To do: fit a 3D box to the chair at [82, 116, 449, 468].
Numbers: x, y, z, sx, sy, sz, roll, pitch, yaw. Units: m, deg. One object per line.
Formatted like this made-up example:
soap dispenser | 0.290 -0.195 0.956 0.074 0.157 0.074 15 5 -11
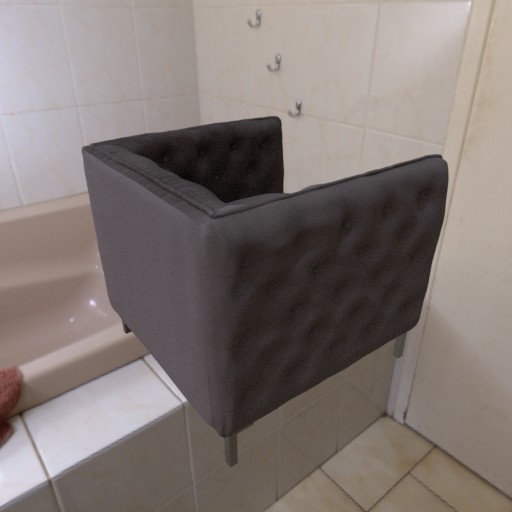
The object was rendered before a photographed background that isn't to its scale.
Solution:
chair | 0.000 0.000 1.635 0.913 0.807 0.946 -19 34 -32
